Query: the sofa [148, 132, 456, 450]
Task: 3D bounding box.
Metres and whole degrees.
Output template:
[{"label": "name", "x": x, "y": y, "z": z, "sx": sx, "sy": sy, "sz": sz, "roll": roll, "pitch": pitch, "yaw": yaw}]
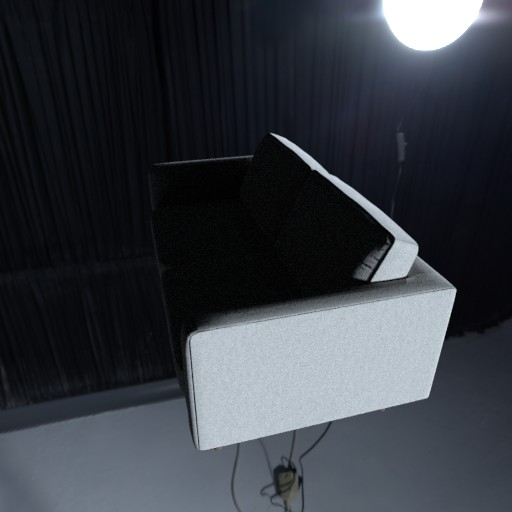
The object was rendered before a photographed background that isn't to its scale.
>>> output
[{"label": "sofa", "x": 0.000, "y": 0.000, "z": 2.300, "sx": 1.000, "sy": 0.900, "sz": 1.731, "roll": -8, "pitch": 30, "yaw": -14}]
